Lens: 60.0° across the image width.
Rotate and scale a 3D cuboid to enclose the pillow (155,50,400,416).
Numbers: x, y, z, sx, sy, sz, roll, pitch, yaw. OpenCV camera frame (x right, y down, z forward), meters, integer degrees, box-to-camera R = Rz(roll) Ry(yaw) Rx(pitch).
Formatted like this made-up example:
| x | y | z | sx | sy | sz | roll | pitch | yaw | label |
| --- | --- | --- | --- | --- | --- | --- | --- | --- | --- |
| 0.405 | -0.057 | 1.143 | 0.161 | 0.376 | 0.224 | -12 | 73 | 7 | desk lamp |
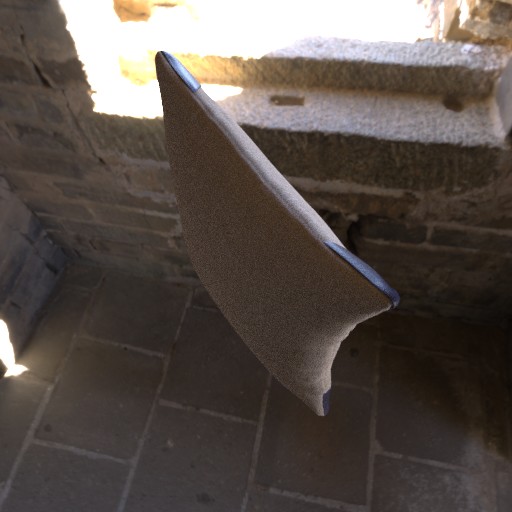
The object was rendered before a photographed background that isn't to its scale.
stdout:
| x | y | z | sx | sy | sz | roll | pitch | yaw | label |
| --- | --- | --- | --- | --- | --- | --- | --- | --- | --- |
| 0.000 | 0.000 | 0.655 | 0.147 | 0.441 | 0.440 | -31 | 63 | -18 | pillow |
